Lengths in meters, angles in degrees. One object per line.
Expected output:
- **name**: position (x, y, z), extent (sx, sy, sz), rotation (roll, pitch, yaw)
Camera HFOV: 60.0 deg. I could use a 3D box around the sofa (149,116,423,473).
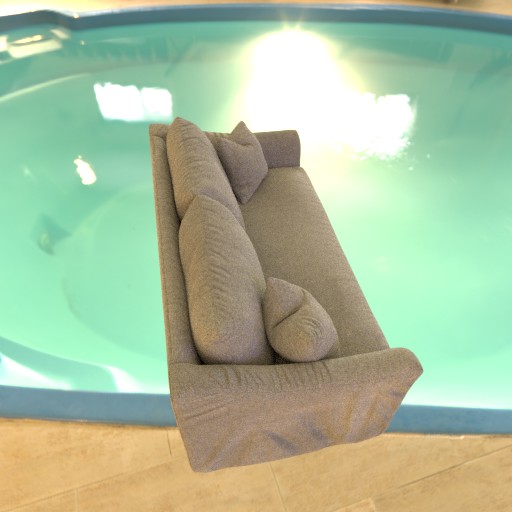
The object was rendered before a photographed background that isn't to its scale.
- **sofa**: position (0.000, 0.000, 2.594), extent (1.072, 1.018, 2.010), rotation (-9, 46, -8)
